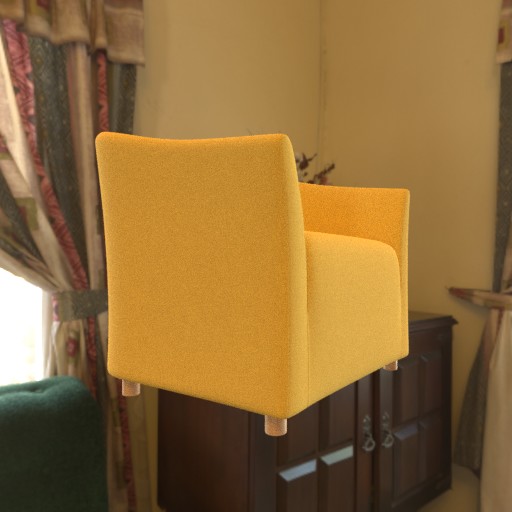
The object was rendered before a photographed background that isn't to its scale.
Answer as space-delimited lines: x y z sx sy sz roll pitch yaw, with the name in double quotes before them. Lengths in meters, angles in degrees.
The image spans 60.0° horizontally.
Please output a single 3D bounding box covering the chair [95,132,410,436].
"chair" 0.000 0.000 1.329 0.700 0.720 0.790 -1 -2 36
